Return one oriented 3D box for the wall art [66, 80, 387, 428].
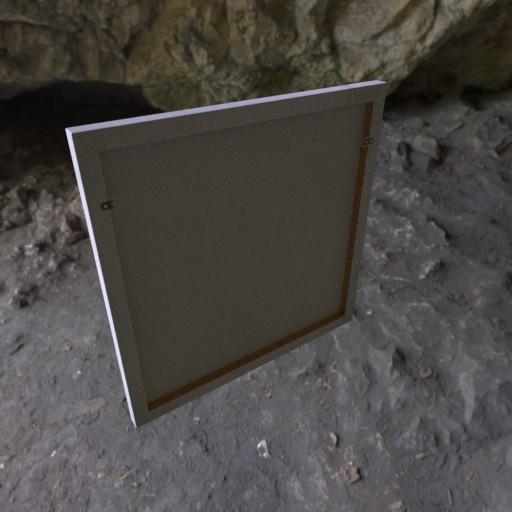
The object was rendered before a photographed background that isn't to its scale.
[{"bbox_3d":[0.000,0.000,1.127,0.762,0.762,0.041,-20,37,-28],"label":"wall art"}]
